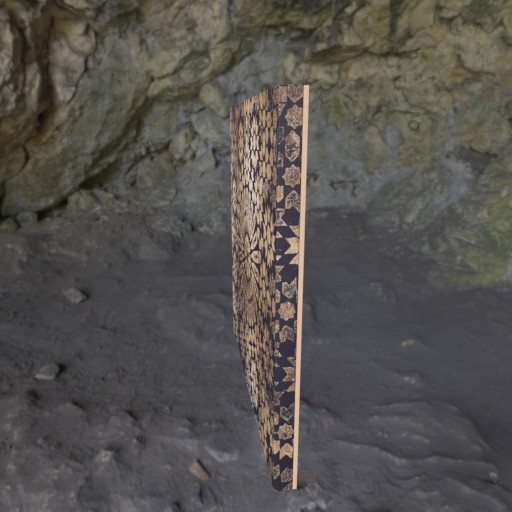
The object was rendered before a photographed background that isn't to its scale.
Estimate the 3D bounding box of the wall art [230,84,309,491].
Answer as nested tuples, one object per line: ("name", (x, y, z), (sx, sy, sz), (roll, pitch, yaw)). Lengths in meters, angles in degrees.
("wall art", (0.000, 0.000, 0.918), (0.038, 0.612, 0.612), (-2, 16, -8))
